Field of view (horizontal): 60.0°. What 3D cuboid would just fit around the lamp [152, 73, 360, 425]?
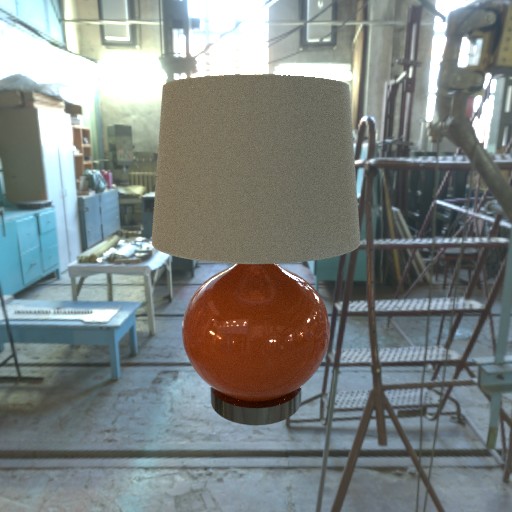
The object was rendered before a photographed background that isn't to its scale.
[{"bbox_3d":[0.000,0.000,0.542,0.247,0.387,0.247,0,14,0],"label":"lamp"}]
